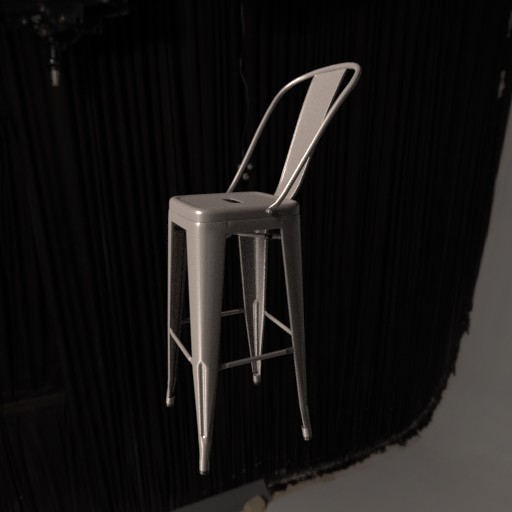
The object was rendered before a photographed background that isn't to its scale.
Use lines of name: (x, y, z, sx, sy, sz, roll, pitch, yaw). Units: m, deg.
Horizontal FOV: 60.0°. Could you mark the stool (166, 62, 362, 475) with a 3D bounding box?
stool: (0.000, 0.000, 1.334, 0.513, 1.096, 0.399, -7, 17, -25)
